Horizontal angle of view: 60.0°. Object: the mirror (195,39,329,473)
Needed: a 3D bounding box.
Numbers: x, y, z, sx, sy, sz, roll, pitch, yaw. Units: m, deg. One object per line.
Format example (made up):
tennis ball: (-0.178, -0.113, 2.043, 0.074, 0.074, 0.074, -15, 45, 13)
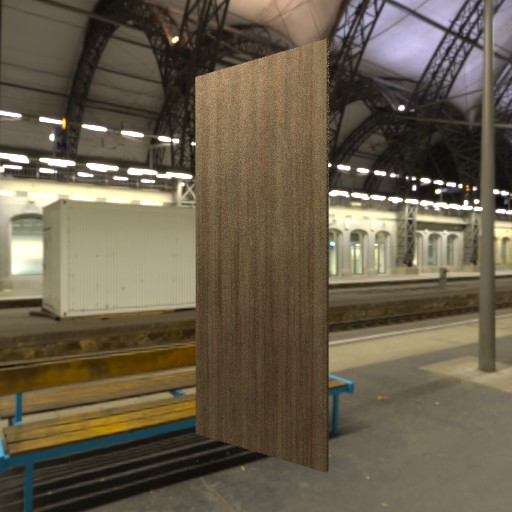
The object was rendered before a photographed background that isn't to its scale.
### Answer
mirror: (0.000, 0.000, 2.312, 0.812, 2.032, 0.025, 0, 0, 34)
